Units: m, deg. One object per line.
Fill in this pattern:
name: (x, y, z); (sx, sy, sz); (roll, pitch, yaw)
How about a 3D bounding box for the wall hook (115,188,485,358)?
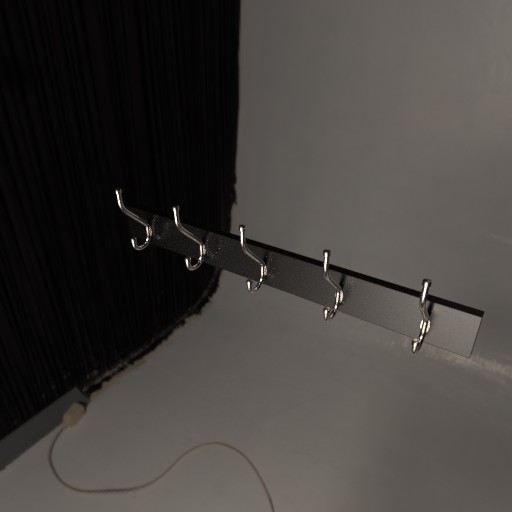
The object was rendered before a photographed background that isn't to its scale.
wall hook: (0.000, 0.000, 0.612); (0.571, 0.117, 0.071); (18, 34, 29)
